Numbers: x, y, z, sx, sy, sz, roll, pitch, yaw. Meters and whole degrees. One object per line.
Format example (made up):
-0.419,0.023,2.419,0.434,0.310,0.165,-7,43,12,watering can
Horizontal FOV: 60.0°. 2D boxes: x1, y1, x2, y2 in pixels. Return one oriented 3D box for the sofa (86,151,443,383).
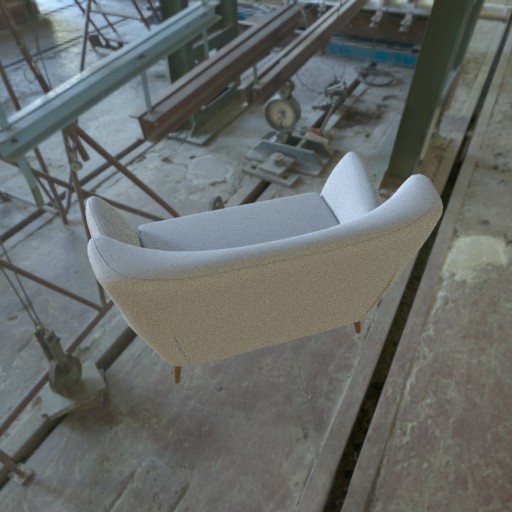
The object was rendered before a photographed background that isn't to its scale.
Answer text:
0.000,0.000,2.058,1.424,0.878,0.921,-12,45,-13,sofa
